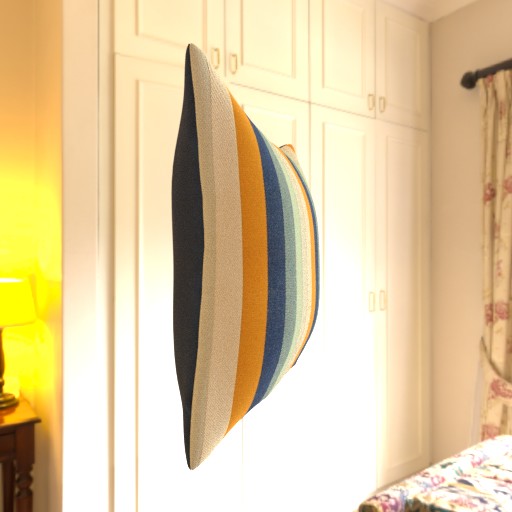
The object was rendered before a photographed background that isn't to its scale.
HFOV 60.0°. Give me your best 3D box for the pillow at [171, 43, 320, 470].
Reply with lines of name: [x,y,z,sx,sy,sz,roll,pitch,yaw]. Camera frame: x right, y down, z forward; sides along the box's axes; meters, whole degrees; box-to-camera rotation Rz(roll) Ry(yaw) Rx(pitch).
pillow: [0.000,0.000,0.688,0.173,0.454,0.463,0,0,18]
